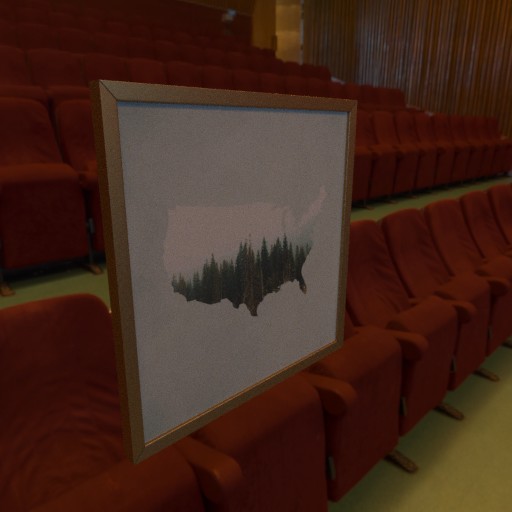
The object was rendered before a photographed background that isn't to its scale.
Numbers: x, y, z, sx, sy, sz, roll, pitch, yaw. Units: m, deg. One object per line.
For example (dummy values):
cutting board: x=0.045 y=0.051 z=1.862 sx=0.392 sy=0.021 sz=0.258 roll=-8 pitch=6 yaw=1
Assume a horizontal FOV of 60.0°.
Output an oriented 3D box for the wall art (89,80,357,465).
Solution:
wall art: x=0.000 y=0.000 z=1.103 sx=0.762 sy=0.762 sz=0.038 roll=-15 pitch=22 yaw=-42
